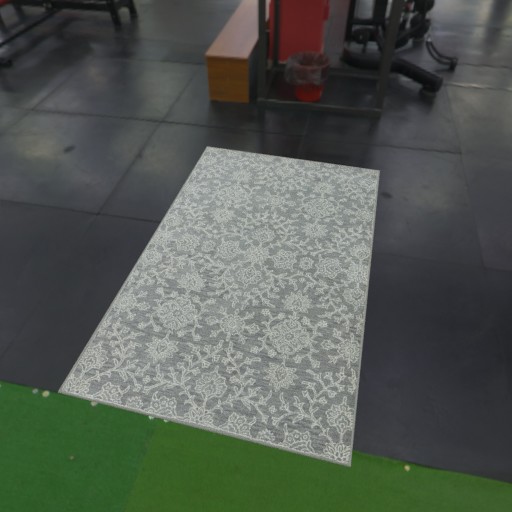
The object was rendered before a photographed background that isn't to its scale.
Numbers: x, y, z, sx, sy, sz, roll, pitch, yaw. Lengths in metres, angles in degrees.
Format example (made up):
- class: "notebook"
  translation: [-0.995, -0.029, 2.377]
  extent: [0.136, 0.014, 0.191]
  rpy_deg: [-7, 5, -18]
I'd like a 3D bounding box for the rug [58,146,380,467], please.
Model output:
- class: "rug"
  translation: [0.000, 0.000, 3.000]
  extent: [1.515, 0.010, 2.430]
  rpy_deg: [10, 47, 10]
